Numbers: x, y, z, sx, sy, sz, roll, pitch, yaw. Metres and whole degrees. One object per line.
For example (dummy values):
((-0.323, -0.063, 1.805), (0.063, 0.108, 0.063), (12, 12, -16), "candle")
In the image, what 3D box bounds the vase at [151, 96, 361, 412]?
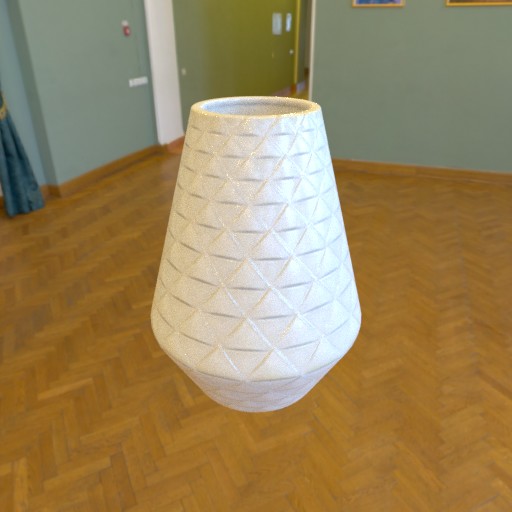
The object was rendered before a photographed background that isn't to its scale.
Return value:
((0.000, 0.000, 0.354), (0.175, 0.230, 0.175), (0, 28, 0), "vase")
